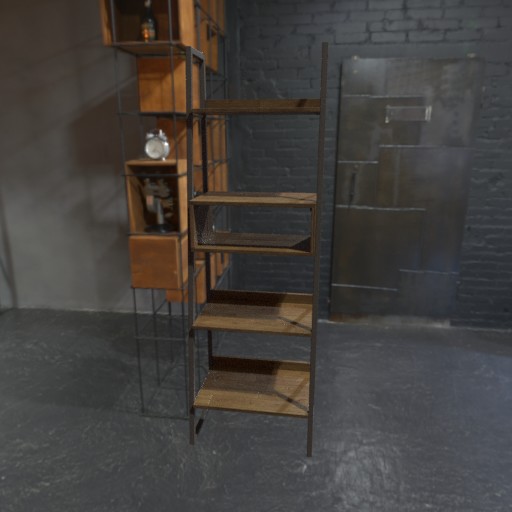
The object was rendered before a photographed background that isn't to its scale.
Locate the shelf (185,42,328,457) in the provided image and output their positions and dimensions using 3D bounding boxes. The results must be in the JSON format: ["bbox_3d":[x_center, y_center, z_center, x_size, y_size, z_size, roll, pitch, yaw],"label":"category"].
[{"bbox_3d":[0.000,0.000,2.283,0.652,2.005,0.454,2,16,8],"label":"shelf"}]
